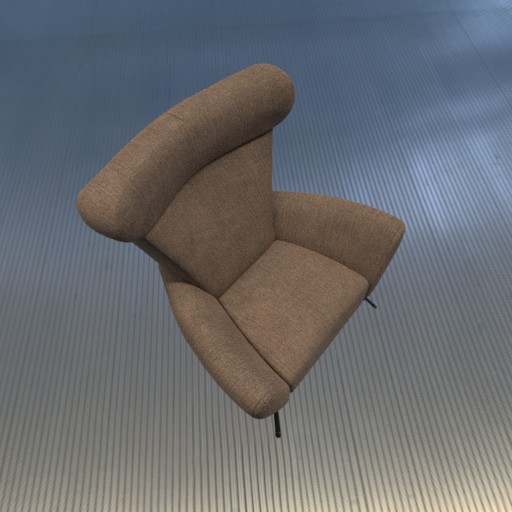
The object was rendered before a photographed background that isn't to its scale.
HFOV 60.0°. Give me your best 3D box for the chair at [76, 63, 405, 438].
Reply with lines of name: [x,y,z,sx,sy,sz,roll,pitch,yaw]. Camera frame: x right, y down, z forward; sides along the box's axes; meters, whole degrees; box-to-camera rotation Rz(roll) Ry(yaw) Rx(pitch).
chair: [0.000,0.000,1.774,0.900,1.040,0.980,34,63,20]
